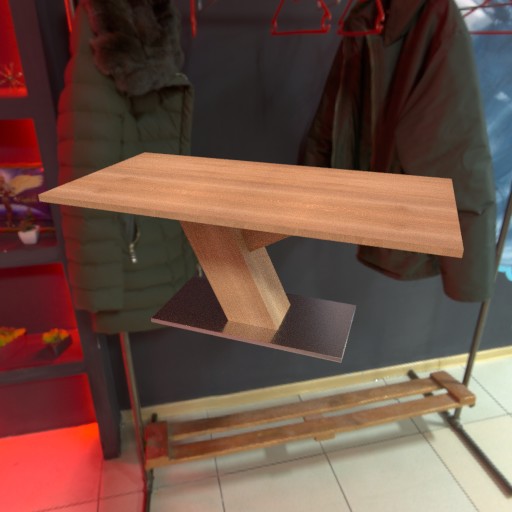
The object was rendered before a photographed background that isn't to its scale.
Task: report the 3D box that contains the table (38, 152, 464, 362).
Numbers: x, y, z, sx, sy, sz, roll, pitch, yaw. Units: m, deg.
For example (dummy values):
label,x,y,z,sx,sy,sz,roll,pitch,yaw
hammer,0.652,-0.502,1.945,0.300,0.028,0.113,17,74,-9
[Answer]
label,x,y,z,sx,sy,sz,roll,pitch,yaw
table,0.000,0.000,2.310,1.800,0.750,0.900,9,27,17
